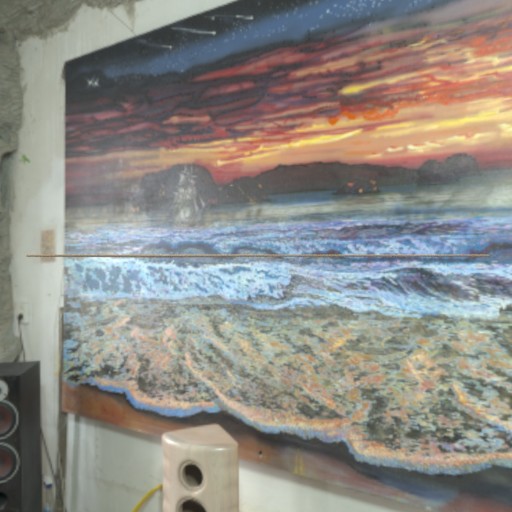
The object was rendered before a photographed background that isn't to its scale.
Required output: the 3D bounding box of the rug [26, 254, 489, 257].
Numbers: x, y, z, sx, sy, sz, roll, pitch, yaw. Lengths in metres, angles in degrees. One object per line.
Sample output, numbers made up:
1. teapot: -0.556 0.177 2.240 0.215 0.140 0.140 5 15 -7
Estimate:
1. rug: 0.000 0.000 3.905 2.895 0.018 2.288 0 0 -1
